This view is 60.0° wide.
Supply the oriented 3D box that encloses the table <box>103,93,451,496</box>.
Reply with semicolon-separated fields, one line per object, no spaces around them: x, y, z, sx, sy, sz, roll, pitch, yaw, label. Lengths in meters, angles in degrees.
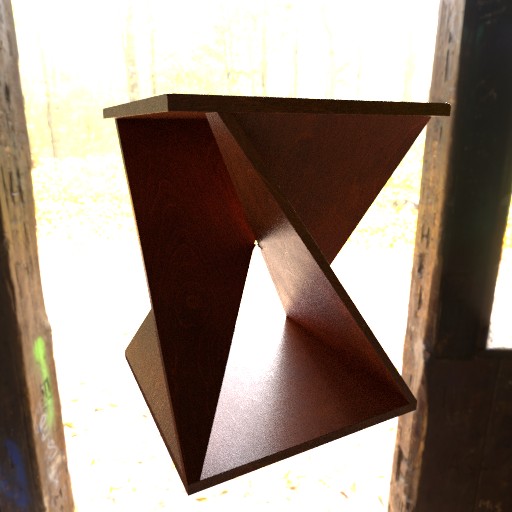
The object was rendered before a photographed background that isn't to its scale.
0.000;0.000;0.811;0.427;0.520;0.427;-8;18;-26;table
